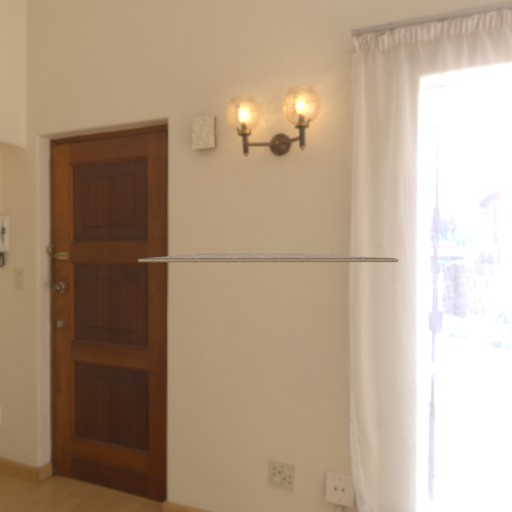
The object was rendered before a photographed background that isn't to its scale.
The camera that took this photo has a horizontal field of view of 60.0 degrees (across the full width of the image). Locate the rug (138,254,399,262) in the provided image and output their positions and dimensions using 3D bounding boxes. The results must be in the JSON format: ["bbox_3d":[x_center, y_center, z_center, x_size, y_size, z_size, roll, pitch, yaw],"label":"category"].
[{"bbox_3d":[0.000,0.000,2.657,0.864,0.012,2.388,0,1,-2],"label":"rug"}]
